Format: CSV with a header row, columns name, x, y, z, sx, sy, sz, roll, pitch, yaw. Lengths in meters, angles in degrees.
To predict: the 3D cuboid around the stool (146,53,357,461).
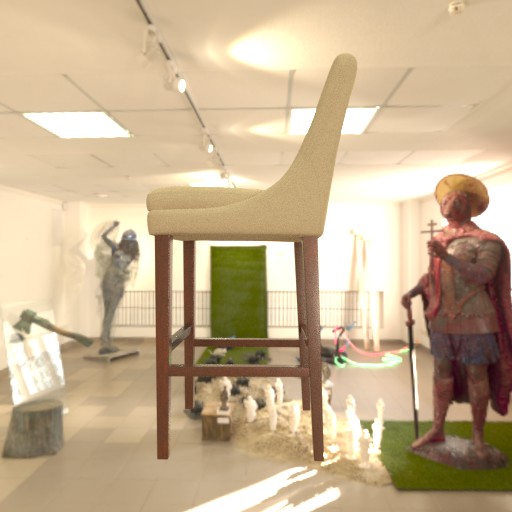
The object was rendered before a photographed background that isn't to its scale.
name,x,y,z,sx,sy,sz,roll,pitch,yaw
stool,0.000,0.000,1.375,0.577,1.078,0.470,0,0,2
